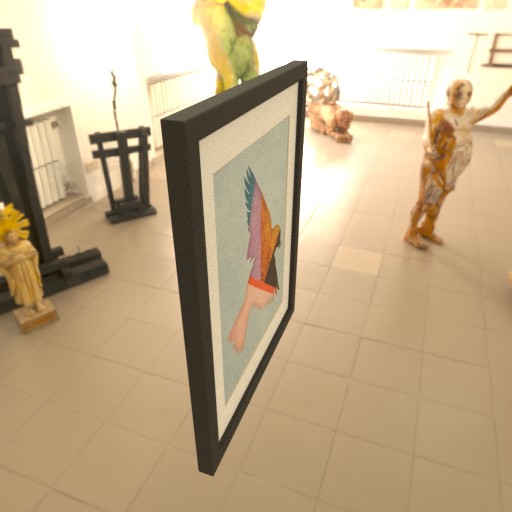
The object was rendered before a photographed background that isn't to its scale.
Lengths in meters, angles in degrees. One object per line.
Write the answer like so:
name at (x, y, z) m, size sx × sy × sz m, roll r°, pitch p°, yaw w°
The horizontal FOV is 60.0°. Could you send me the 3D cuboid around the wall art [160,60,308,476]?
wall art at (0.000, 0.000, 0.749) m, size 0.028 × 0.558 × 0.457 m, roll 11°, pitch 33°, yaw 18°
